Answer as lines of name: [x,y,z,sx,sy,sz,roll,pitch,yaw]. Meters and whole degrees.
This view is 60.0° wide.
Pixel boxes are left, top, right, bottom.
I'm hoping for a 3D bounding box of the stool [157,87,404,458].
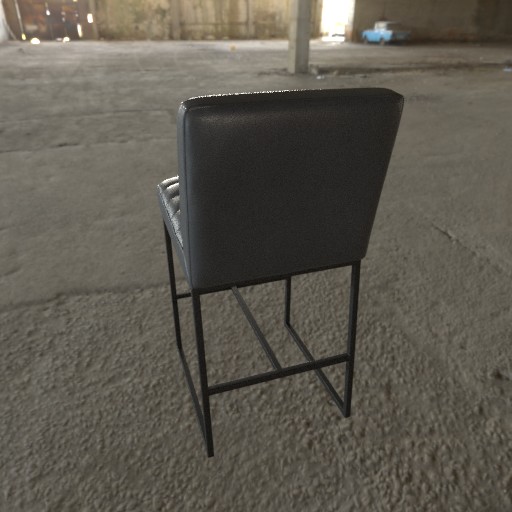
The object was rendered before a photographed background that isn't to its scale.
stool: [0.000,0.000,1.247,0.457,0.938,0.552,-9,30,-17]
